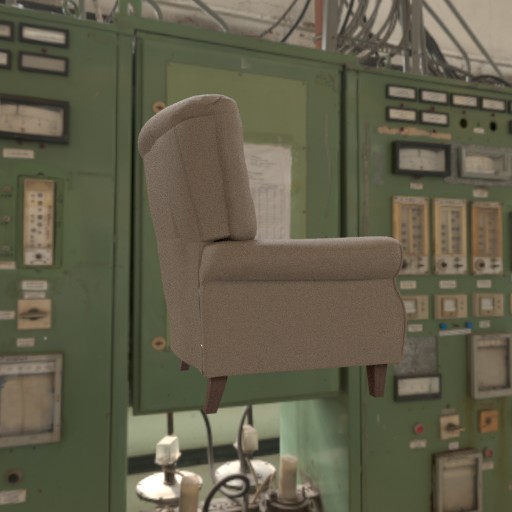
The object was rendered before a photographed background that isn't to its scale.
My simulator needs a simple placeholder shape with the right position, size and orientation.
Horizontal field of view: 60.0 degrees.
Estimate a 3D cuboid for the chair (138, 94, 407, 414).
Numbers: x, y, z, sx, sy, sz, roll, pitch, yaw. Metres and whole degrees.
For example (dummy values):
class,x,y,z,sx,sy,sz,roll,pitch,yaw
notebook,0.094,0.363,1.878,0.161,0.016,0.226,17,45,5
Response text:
class,x,y,z,sx,sy,sz,roll,pitch,yaw
chair,0.000,0.000,2.010,1.041,1.138,0.999,0,-1,-17
